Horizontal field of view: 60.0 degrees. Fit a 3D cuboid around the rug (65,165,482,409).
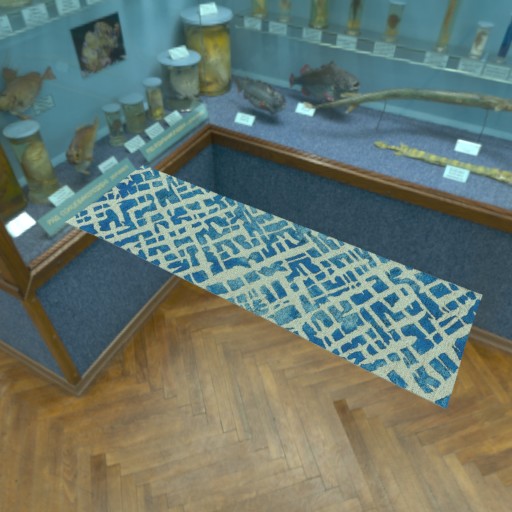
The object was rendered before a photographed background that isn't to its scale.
[{"bbox_3d":[0.000,0.000,2.651,2.446,0.011,0.768,23,50,21],"label":"rug"}]
